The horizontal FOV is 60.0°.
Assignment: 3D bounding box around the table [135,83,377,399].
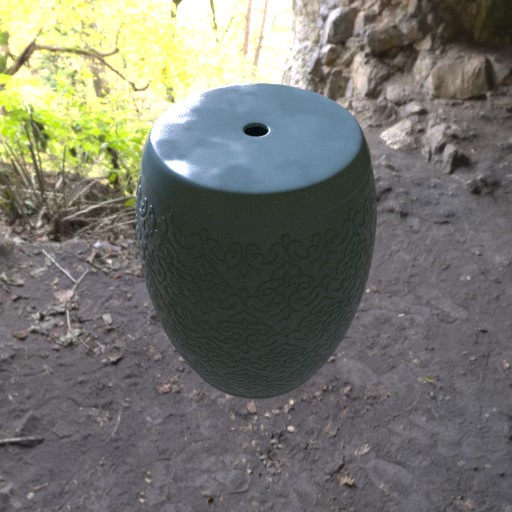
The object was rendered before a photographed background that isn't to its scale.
[{"bbox_3d":[0.000,0.000,0.621,0.309,0.397,0.309,0,46,0],"label":"table"}]
